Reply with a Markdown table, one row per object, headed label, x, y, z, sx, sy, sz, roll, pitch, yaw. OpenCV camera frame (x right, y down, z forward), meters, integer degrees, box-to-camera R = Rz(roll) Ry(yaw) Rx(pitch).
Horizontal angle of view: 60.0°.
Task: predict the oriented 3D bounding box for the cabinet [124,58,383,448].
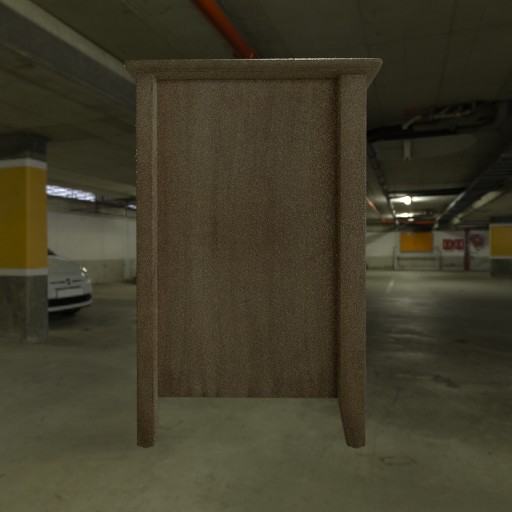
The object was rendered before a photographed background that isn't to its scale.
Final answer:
| label | x | y | z | sx | sy | sz | roll | pitch | yaw |
| --- | --- | --- | --- | --- | --- | --- | --- | --- | --- |
| cabinet | 0.000 | 0.000 | 1.233 | 0.503 | 0.762 | 0.763 | 0 | 1 | 1 |
